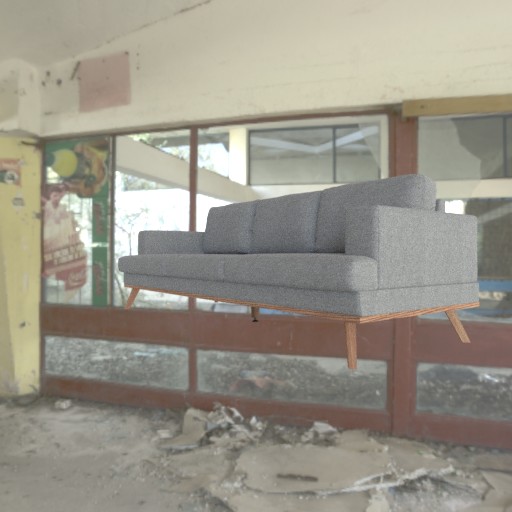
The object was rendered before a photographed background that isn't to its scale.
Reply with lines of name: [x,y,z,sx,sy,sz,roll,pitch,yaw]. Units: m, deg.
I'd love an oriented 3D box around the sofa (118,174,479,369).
sofa: [0.000,0.000,2.729,0.920,0.810,2.310,0,0,-37]
